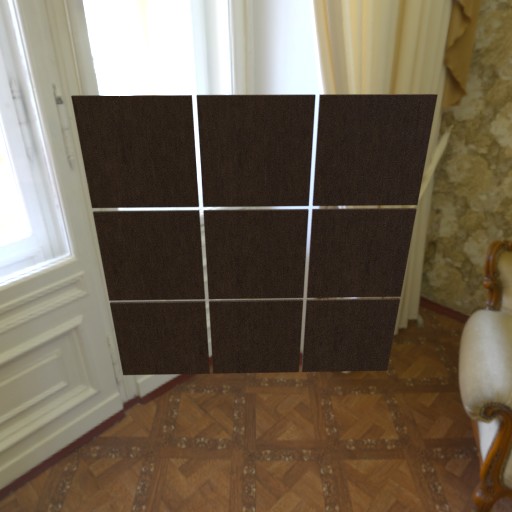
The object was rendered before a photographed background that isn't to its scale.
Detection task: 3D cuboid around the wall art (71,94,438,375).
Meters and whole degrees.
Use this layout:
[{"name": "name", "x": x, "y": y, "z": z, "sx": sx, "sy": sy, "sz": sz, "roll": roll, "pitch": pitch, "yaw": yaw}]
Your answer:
[{"name": "wall art", "x": 0.000, "y": 0.000, "z": 2.210, "sx": 1.527, "sy": 1.525, "sz": 0.014, "roll": -1, "pitch": 28, "yaw": -1}]
